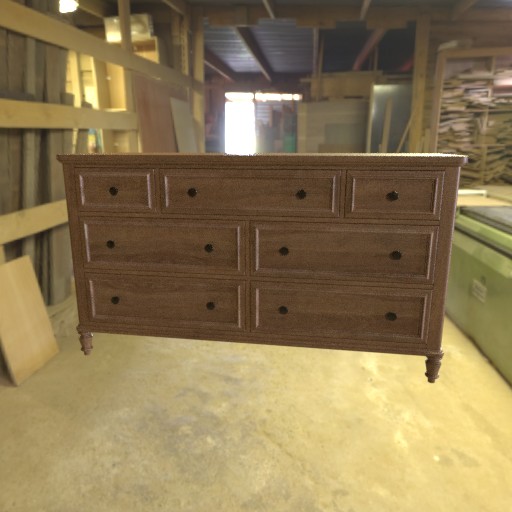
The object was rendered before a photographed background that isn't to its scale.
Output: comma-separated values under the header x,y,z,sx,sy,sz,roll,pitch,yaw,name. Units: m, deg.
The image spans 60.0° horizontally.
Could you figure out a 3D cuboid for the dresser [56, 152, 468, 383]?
x,y,z,sx,sy,sz,roll,pitch,yaw,name
0.000,0.000,1.989,1.583,0.892,0.468,2,14,9,dresser
